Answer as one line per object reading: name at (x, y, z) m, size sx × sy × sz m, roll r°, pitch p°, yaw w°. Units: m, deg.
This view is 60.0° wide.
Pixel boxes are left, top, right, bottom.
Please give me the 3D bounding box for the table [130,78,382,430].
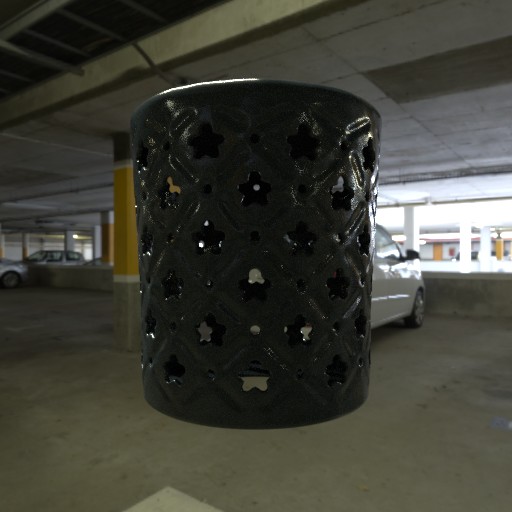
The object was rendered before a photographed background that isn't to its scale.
table at (0.000, 0.000, 0.642) m, size 0.352 × 0.387 × 0.352 m, roll 0°, pitch 0°, yaw 0°
